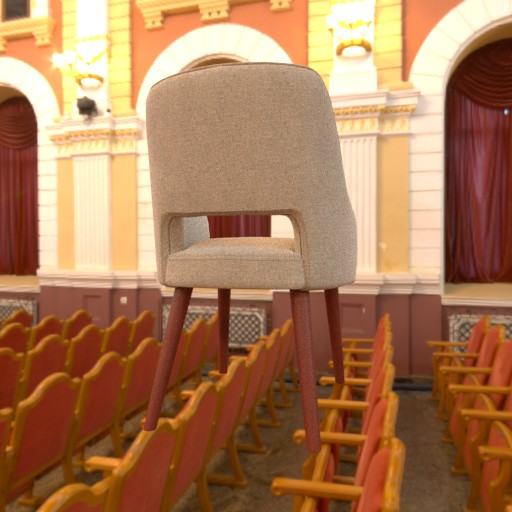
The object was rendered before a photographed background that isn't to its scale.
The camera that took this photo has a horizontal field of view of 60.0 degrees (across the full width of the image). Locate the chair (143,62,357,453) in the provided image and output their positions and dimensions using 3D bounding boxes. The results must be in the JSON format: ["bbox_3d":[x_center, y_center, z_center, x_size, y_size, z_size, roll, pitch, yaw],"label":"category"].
[{"bbox_3d":[0.000,0.000,1.257,0.548,0.849,0.605,0,1,16],"label":"chair"}]
